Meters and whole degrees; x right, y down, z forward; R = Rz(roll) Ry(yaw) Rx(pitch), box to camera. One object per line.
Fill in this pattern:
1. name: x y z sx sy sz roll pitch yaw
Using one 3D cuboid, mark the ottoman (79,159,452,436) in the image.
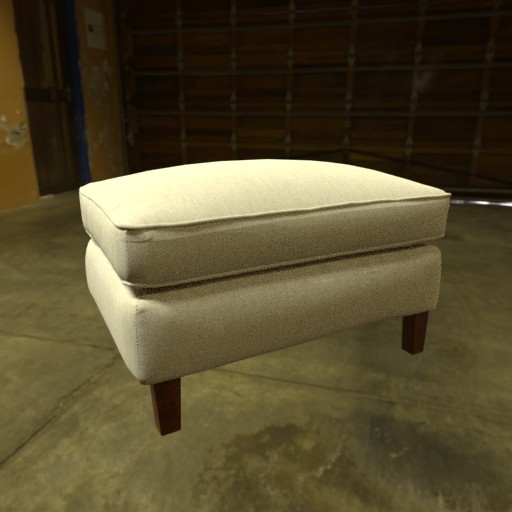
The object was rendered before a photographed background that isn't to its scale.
1. ottoman: 0.000 0.000 0.966 0.665 0.406 0.501 -9 19 -27
